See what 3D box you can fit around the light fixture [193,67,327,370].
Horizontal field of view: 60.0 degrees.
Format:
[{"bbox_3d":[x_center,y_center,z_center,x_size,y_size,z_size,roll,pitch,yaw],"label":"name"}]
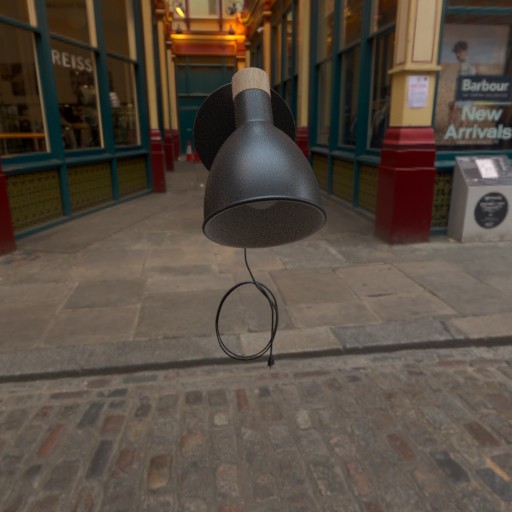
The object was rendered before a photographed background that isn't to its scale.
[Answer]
[{"bbox_3d":[0.000,0.000,0.502,0.127,0.401,0.203,-3,17,-9],"label":"light fixture"}]
